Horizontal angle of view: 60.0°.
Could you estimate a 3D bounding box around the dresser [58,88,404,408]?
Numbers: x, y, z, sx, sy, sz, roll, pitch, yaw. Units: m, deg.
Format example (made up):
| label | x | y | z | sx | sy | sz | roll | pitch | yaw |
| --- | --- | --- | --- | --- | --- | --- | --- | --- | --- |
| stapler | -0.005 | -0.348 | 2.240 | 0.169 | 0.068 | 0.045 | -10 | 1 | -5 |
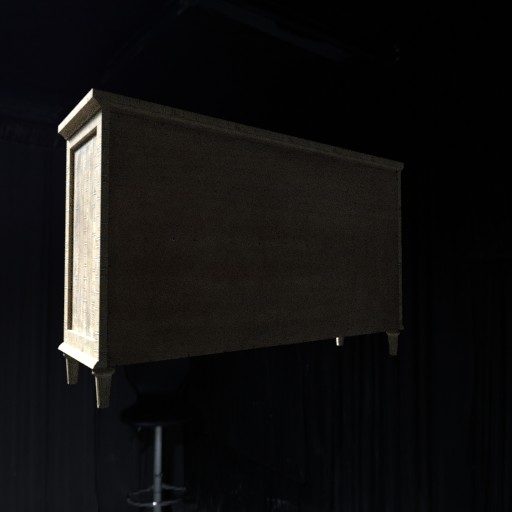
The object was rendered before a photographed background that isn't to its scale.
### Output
| label | x | y | z | sx | sy | sz | roll | pitch | yaw |
| --- | --- | --- | --- | --- | --- | --- | --- | --- | --- |
| dresser | 0.000 | 0.000 | 2.052 | 1.626 | 1.016 | 0.457 | 1 | -2 | -36 |
